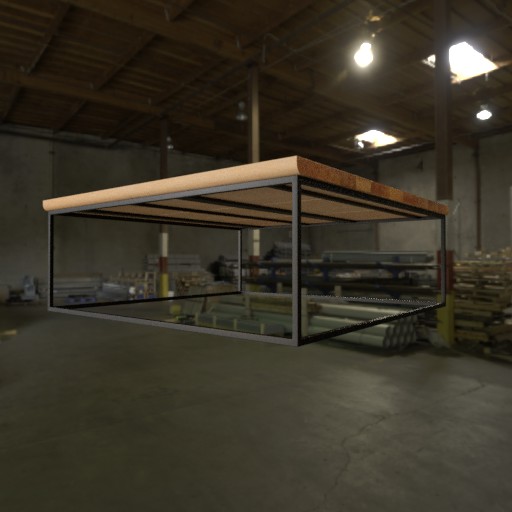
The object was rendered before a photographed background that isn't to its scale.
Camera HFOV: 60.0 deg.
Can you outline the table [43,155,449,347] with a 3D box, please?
[{"bbox_3d":[0.000,0.000,1.690,1.100,0.400,1.100,-1,-1,39],"label":"table"}]
